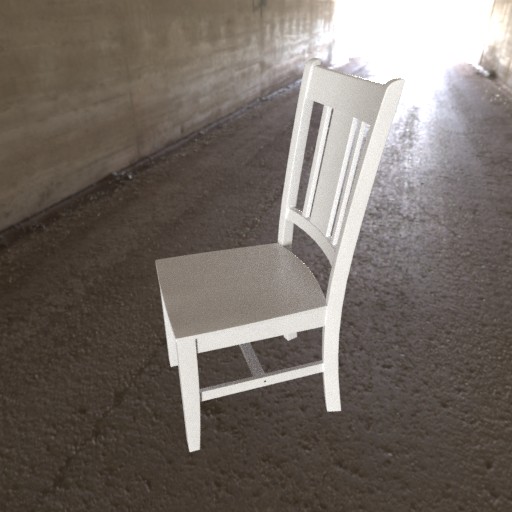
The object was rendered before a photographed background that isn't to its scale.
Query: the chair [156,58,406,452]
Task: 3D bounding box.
[{"bbox_3d":[0.000,0.000,1.283,0.555,0.998,0.450,-9,31,-16],"label":"chair"}]
